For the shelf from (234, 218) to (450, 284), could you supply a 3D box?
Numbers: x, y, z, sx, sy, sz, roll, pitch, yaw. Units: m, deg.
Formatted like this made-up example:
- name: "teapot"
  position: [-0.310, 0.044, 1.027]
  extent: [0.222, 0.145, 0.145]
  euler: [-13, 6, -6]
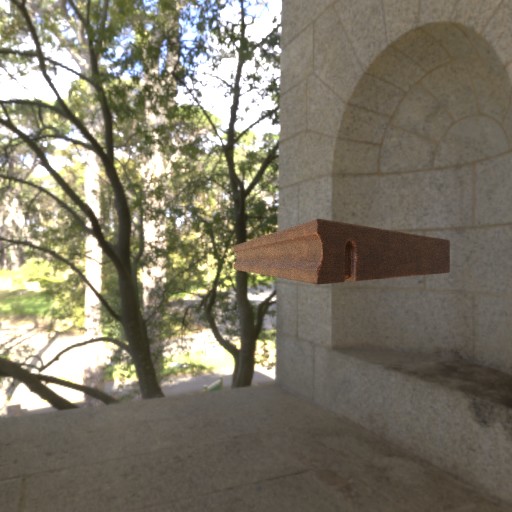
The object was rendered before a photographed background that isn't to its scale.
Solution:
- name: "shelf"
  position: [0.000, 0.000, 0.439]
  extent: [0.296, 0.035, 0.296]
  euler: [0, -1, 36]
